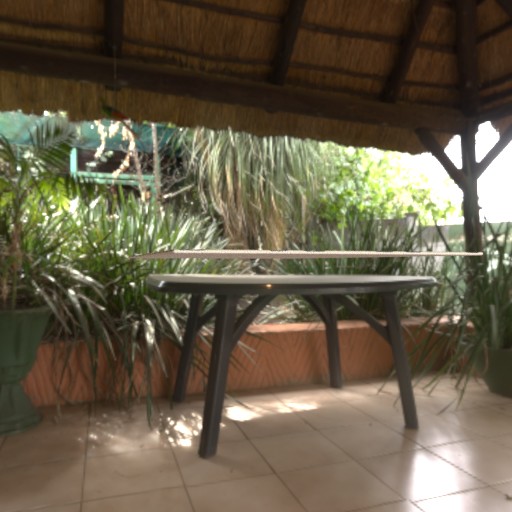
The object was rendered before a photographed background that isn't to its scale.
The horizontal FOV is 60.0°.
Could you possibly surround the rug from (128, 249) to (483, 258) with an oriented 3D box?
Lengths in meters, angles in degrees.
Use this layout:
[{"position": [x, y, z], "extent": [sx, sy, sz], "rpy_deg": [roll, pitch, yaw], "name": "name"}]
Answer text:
[{"position": [0.000, 0.000, 3.024], "extent": [1.521, 0.017, 2.365], "rpy_deg": [0, -1, -20], "name": "rug"}]
